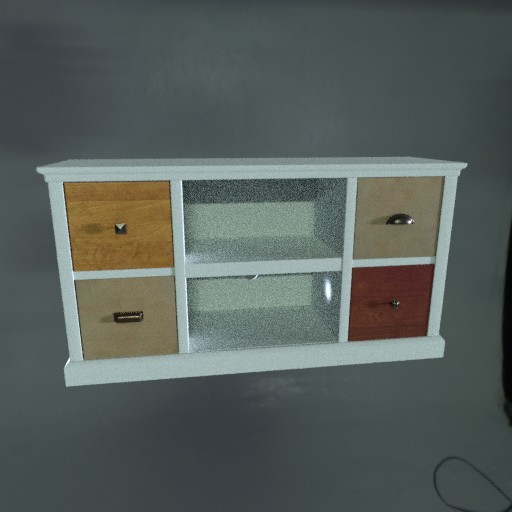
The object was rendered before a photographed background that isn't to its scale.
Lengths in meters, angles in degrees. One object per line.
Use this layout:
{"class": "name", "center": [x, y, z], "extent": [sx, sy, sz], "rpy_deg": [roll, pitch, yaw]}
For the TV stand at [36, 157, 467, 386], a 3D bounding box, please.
{"class": "TV stand", "center": [0.000, 0.000, 1.480], "extent": [1.187, 0.624, 0.424], "rpy_deg": [-2, 16, -8]}
